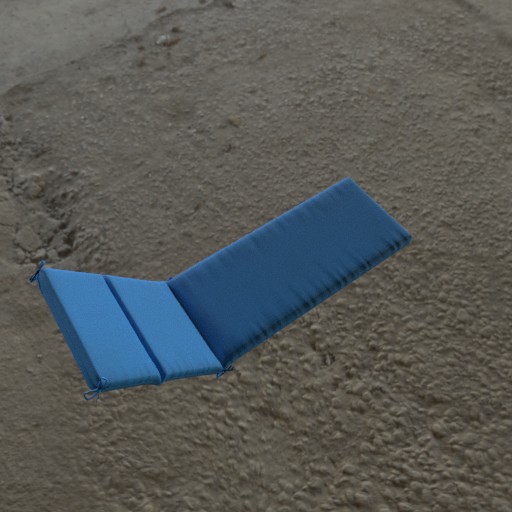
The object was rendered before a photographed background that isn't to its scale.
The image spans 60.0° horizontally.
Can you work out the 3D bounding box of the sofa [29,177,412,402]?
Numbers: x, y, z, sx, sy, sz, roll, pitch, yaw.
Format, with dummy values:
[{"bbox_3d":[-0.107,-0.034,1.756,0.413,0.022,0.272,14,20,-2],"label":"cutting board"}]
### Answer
[{"bbox_3d":[0.000,0.000,1.973,1.663,0.622,0.582,-31,63,-17],"label":"sofa"}]
